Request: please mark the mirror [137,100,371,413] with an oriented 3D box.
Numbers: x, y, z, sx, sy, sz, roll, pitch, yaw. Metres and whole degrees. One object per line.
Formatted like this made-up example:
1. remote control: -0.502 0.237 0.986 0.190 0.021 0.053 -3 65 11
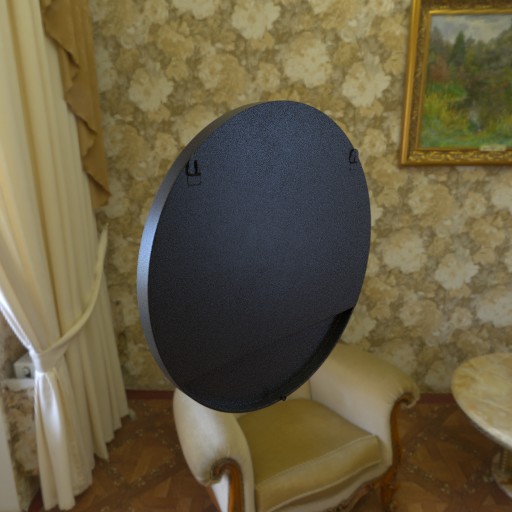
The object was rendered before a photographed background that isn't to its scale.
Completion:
1. mirror: 0.000 0.000 0.698 0.457 0.457 0.133 -14 21 -42
